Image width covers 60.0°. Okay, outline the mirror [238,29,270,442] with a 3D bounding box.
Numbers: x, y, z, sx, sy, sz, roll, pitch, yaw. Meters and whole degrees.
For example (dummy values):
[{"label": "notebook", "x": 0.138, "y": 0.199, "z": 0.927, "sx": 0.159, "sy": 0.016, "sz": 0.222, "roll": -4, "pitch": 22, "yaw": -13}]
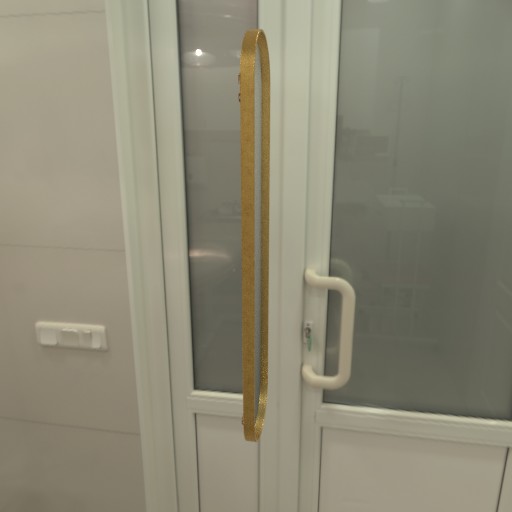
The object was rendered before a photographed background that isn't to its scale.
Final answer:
[{"label": "mirror", "x": 0.000, "y": 0.000, "z": 1.071, "sx": 0.032, "sy": 0.991, "sz": 0.222, "roll": 3, "pitch": 16, "yaw": 10}]
